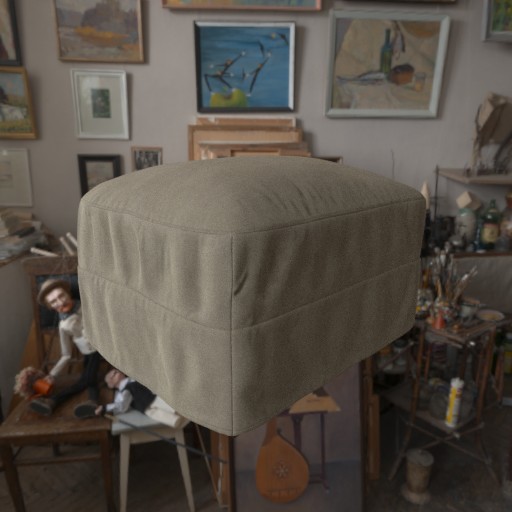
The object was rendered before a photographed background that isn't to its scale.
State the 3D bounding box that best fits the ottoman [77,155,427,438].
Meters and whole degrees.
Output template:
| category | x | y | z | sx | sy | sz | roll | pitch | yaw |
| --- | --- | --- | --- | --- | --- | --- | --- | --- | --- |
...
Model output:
| category | x | y | z | sx | sy | sz | roll | pitch | yaw |
| --- | --- | --- | --- | --- | --- | --- | --- | --- | --- |
| ottoman | 0.000 | 0.000 | 1.090 | 0.584 | 0.480 | 0.712 | 15 | 21 | 43 |
